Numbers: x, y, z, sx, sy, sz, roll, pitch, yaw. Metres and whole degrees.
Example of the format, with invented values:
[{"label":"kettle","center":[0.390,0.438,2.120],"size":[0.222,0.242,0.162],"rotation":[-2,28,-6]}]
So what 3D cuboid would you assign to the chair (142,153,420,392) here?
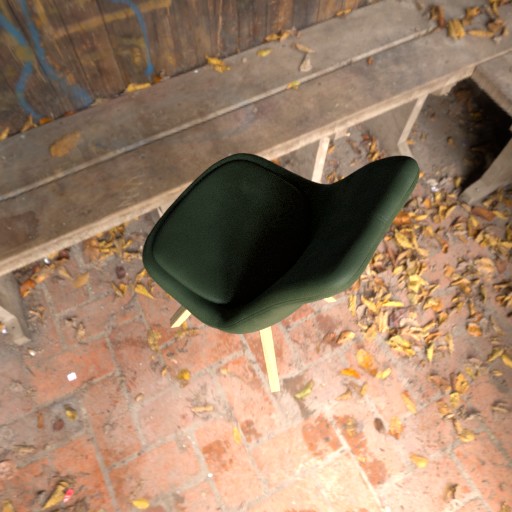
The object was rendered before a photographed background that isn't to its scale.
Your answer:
[{"label":"chair","center":[0.000,0.000,1.188],"size":[0.547,0.865,0.483],"rotation":[31,68,14]}]
